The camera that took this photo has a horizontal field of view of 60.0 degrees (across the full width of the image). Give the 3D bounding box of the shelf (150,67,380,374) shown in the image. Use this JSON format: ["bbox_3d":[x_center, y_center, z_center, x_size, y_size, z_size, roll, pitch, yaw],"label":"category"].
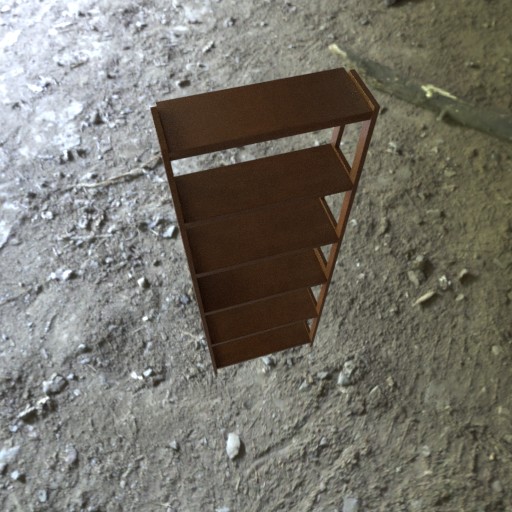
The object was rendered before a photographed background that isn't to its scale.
[{"bbox_3d":[0.000,0.000,2.152,0.660,1.892,0.382,-14,58,-9],"label":"shelf"}]
